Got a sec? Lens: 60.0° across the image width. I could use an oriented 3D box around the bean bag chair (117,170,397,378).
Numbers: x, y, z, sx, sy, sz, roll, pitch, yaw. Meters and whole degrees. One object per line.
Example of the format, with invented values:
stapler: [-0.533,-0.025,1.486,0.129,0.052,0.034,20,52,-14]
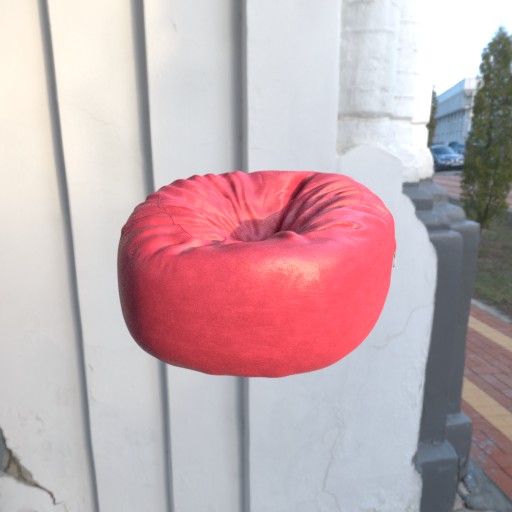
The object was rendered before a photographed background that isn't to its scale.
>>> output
bean bag chair: [0.000,0.000,2.456,1.524,0.878,1.524,2,14,8]
